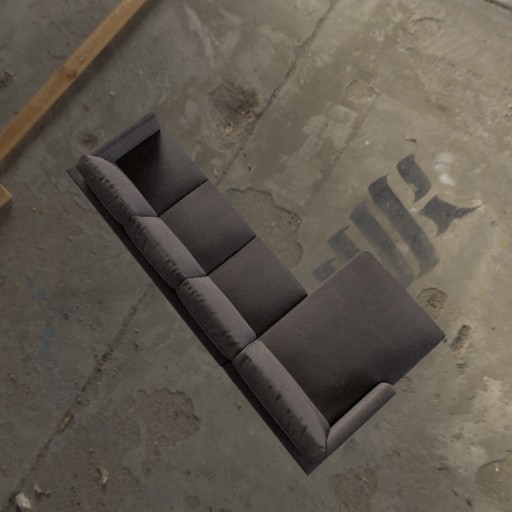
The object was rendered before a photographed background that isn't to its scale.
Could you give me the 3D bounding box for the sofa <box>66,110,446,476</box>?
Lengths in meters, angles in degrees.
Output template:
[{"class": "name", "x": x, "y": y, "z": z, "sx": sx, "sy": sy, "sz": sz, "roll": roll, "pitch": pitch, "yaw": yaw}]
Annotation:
[{"class": "sofa", "x": 0.000, "y": 0.000, "z": 3.920, "sx": 1.650, "sy": 0.922, "sz": 3.205, "roll": -39, "pitch": 79, "yaw": -9}]
